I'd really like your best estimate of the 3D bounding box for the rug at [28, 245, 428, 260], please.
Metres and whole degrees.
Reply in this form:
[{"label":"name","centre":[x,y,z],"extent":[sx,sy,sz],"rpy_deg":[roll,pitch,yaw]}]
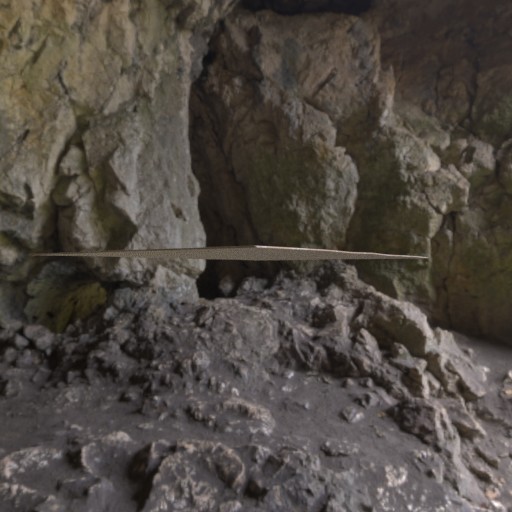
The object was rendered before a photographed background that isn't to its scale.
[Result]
[{"label":"rug","centre":[0.000,0.000,4.435],"extent":[2.452,0.020,3.365],"rpy_deg":[-1,-2,36]}]
